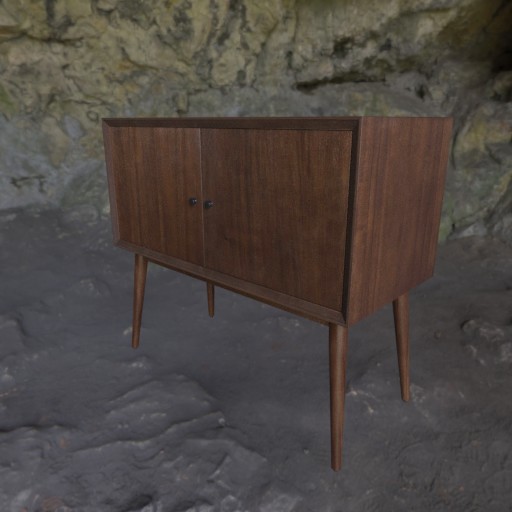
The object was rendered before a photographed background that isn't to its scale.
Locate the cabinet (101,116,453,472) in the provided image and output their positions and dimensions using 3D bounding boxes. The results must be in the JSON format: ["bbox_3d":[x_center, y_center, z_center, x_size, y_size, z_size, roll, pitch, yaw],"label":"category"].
[{"bbox_3d":[0.000,0.000,1.097,0.743,0.654,0.354,15,23,41],"label":"cabinet"}]
